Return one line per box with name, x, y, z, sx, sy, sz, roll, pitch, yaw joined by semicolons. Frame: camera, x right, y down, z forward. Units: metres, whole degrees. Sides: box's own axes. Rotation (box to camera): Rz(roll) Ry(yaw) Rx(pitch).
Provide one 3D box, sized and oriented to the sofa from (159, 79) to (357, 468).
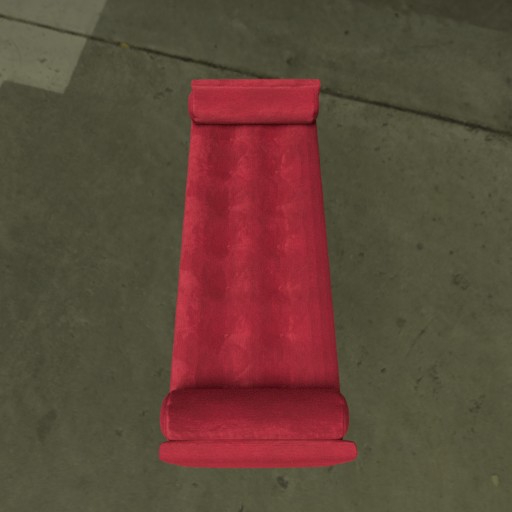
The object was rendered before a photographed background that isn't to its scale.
sofa;0.000;0.000;2.441;0.796;0.705;2.102;0;63;0
